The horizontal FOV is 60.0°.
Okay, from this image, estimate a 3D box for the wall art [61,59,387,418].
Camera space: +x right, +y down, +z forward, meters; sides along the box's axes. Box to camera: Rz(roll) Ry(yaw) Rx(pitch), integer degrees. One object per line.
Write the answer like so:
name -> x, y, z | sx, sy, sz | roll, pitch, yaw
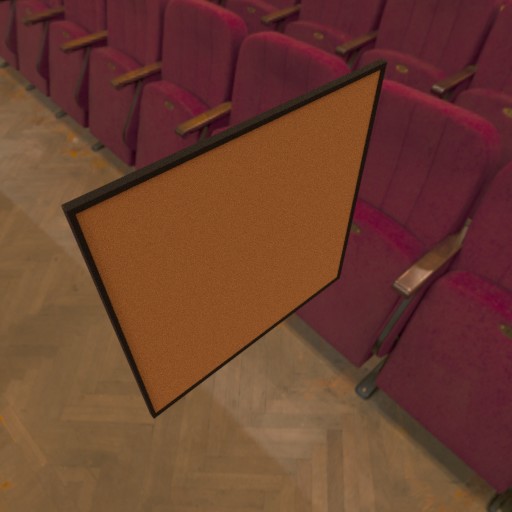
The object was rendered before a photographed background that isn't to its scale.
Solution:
wall art -> 0.000, 0.000, 0.667 | 0.458, 0.457, 0.013 | -33, 55, -26
